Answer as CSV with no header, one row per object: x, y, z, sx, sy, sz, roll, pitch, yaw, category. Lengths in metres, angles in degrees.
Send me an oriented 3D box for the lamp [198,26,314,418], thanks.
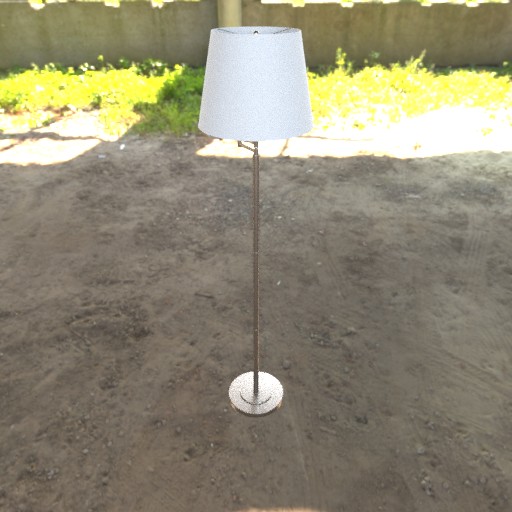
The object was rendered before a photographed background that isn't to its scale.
0.000,0.000,1.617,0.355,1.473,0.355,0,31,0,lamp
